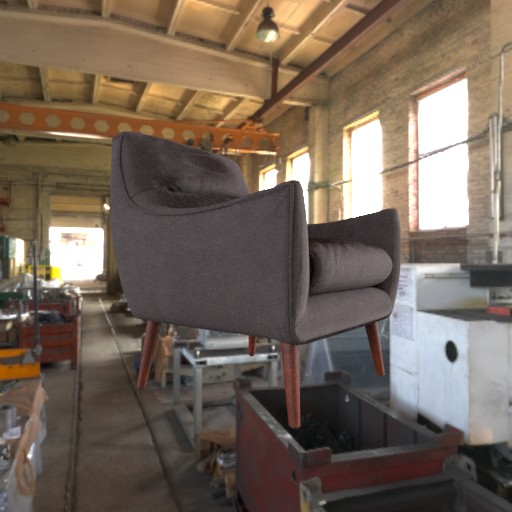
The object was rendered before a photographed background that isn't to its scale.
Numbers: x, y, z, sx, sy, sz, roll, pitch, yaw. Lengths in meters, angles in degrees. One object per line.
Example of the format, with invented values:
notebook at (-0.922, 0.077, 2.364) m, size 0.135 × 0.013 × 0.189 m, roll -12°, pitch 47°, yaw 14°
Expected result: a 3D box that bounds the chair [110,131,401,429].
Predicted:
chair at (0.000, 0.000, 1.506) m, size 0.787 × 0.838 × 0.762 m, roll 0°, pitch -1°, yaw 36°
